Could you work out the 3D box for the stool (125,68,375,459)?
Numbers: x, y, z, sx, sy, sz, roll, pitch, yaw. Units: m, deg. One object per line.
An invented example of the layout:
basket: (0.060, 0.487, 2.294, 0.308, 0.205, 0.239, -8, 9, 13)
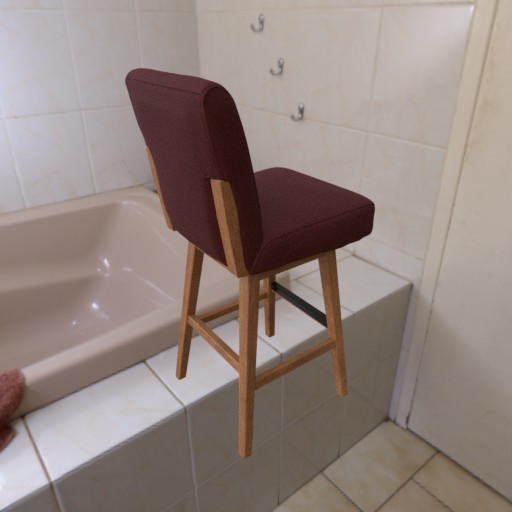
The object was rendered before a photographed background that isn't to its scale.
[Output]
stool: (0.000, 0.000, 1.387, 0.562, 1.093, 0.468, -19, 33, -32)
